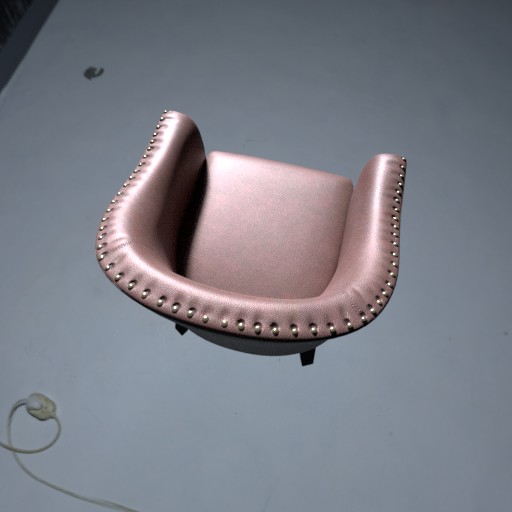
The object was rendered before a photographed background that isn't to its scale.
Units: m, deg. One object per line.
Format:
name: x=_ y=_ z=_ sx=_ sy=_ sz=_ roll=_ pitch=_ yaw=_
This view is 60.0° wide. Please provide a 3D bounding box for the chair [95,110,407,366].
chair: x=0.000 y=0.000 z=1.451 sx=0.794 sy=0.823 sz=0.748 roll=13 pitch=66 yaw=6
